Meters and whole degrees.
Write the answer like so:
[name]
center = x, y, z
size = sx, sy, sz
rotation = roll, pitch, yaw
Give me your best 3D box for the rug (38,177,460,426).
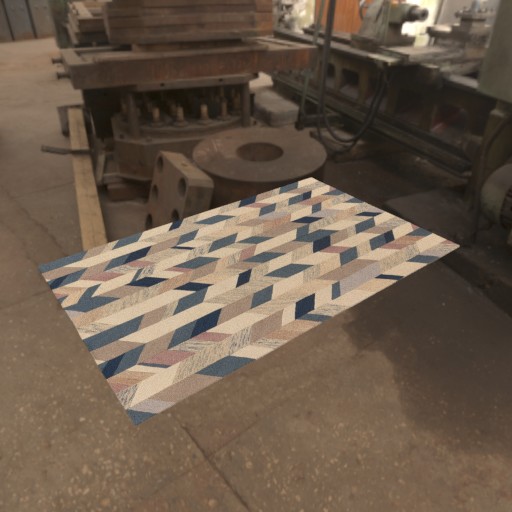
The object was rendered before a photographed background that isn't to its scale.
[rug]
center = 0.000, 0.000, 2.983
size = 2.423, 0.008, 1.513
rotation = -22, 39, -30
